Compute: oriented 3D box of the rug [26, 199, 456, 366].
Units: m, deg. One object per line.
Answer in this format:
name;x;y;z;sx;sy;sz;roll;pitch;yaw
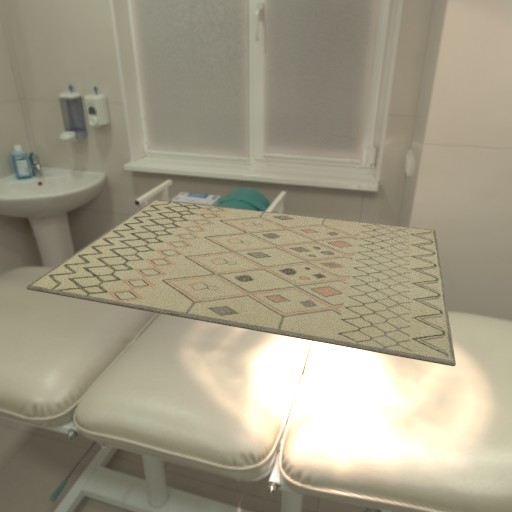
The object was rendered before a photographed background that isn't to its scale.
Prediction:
rug;0.000;0.000;2.309;1.829;0.016;1.219;8;28;15
